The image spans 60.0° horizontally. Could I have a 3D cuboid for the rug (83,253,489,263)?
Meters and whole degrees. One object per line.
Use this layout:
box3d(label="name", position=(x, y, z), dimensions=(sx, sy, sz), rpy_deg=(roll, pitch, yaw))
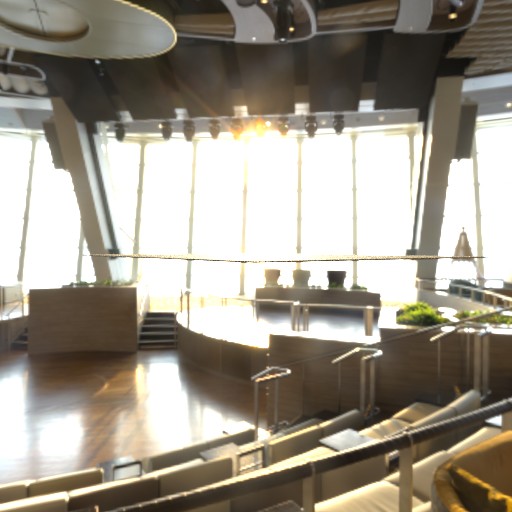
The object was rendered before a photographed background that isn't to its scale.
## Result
box3d(label="rug", position=(0.000, 0.000, 4.384), dimensions=(2.438, 0.013, 3.353), rpy_deg=(-1, 1, -36))
